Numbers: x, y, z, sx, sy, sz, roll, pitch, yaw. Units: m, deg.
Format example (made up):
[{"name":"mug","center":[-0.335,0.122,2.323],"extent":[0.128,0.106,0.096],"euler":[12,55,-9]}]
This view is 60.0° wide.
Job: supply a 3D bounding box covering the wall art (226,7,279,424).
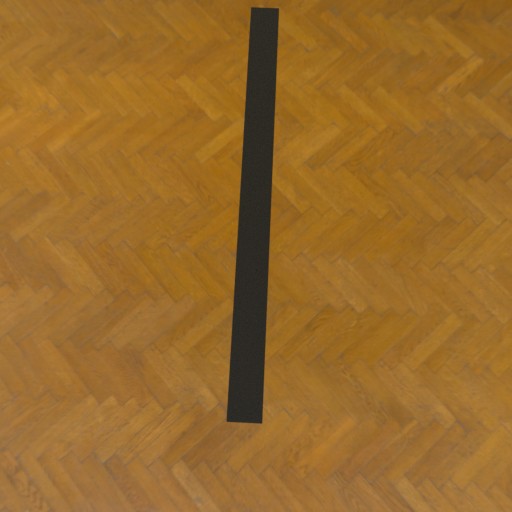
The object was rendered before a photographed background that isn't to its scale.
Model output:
[{"name":"wall art","center":[0.000,0.000,0.732],"extent":[0.033,0.559,0.457],"euler":[3,76,1]}]
